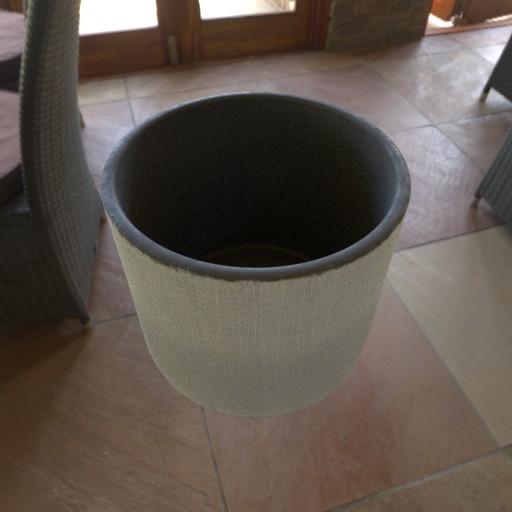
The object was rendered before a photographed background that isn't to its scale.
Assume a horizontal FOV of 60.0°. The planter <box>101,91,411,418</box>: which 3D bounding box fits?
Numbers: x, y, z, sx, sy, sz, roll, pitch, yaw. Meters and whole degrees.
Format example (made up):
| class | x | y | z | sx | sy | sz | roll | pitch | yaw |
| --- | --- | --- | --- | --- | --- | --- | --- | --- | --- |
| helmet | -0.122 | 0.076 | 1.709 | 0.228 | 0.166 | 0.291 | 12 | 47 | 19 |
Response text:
| class | x | y | z | sx | sy | sz | roll | pitch | yaw |
| --- | --- | --- | --- | --- | --- | --- | --- | --- | --- |
| planter | 0.000 | 0.000 | 0.397 | 0.226 | 0.201 | 0.226 | 0 | 47 | 0 |
